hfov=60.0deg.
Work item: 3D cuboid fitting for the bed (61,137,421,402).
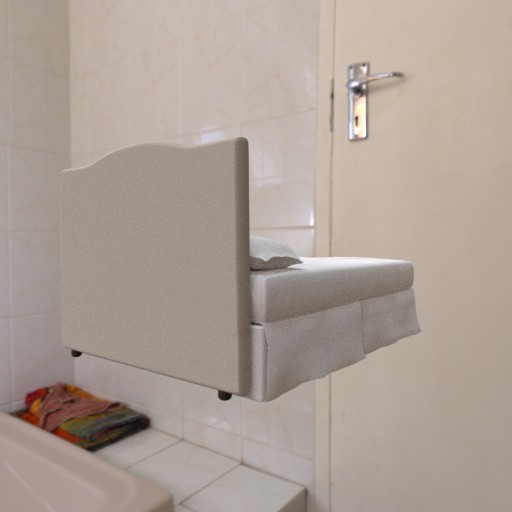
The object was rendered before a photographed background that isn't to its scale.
[{"bbox_3d":[0.000,0.000,3.690,1.977,1.437,2.477,1,2,38],"label":"bed"}]
